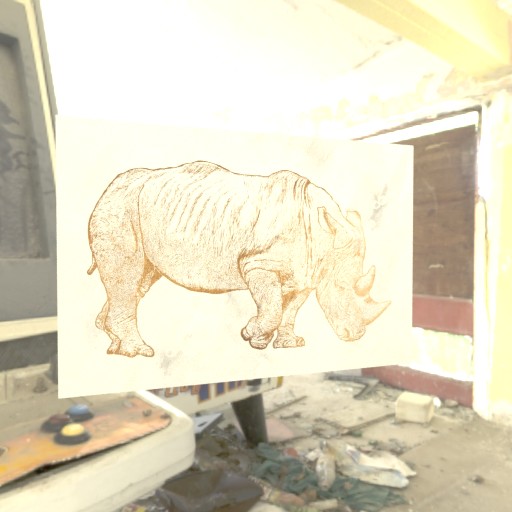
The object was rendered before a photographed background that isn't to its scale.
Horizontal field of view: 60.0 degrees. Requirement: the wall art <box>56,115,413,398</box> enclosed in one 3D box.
[{"bbox_3d":[0.000,0.000,1.116,0.915,0.610,0.038,0,1,-19],"label":"wall art"}]
